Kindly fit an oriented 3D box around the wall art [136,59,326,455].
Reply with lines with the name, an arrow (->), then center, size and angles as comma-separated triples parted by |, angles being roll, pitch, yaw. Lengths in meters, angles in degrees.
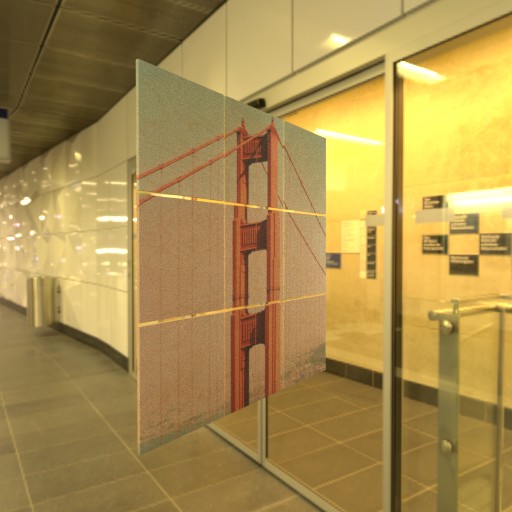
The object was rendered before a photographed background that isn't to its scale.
wall art -> 0.000, 0.000, 1.850 | 0.013, 1.219, 1.214 | 1, 1, 37
